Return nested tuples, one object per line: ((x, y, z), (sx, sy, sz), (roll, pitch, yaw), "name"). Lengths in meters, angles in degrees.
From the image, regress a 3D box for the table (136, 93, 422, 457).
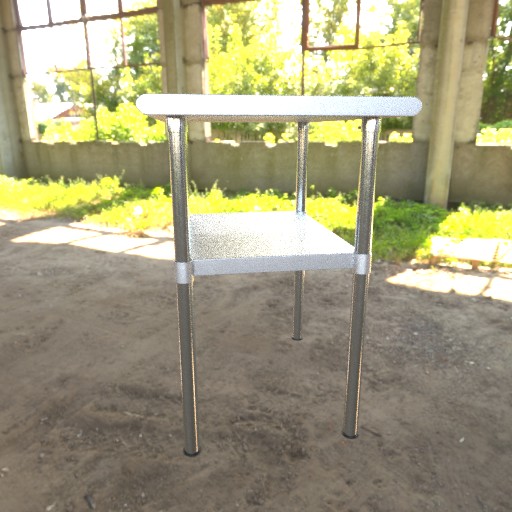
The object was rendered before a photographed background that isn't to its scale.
((0.000, 0.000, 1.361), (0.584, 0.876, 0.762), (-2, 16, -9), "table")
